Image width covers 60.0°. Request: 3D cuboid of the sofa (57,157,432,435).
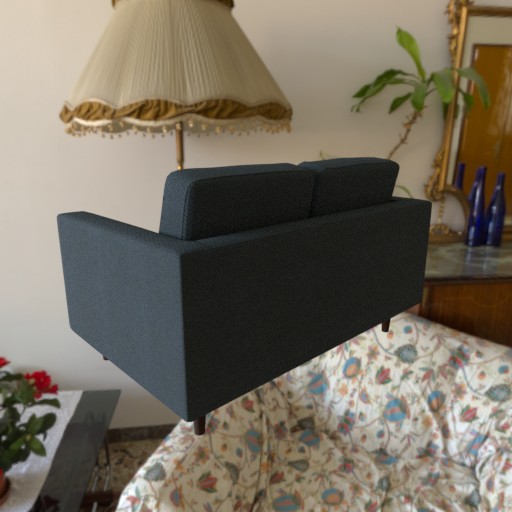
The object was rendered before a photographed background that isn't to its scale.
[{"bbox_3d":[0.000,0.000,2.152,1.518,0.930,0.999,-14,21,-41],"label":"sofa"}]
